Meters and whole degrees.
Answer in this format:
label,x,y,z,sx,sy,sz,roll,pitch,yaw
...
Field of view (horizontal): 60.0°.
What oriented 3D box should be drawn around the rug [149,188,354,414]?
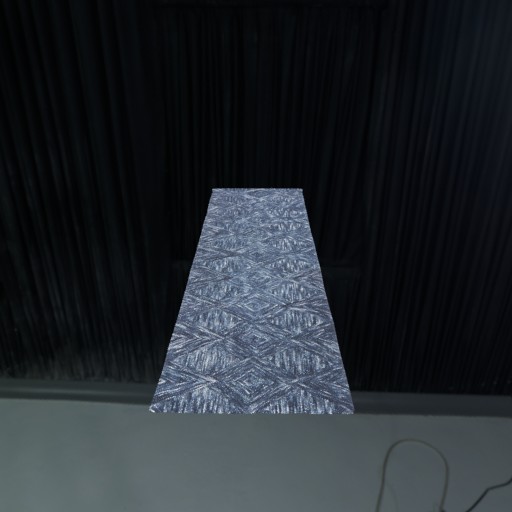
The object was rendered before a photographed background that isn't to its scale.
label,x,y,z,sx,sy,sz,roll,pitch,yaw
rug,0.000,0.000,2.529,0.719,0.013,2.306,0,28,0
